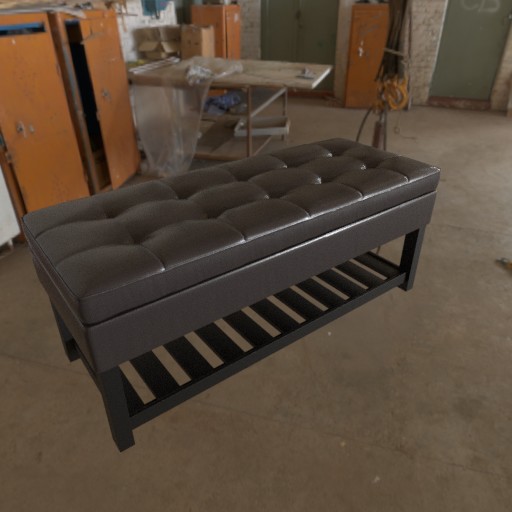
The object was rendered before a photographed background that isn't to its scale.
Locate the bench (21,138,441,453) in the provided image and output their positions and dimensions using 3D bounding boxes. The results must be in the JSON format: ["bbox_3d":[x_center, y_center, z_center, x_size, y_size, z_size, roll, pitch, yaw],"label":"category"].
[{"bbox_3d":[0.000,0.000,1.301,1.105,0.460,0.432,-21,37,-31],"label":"bench"}]
